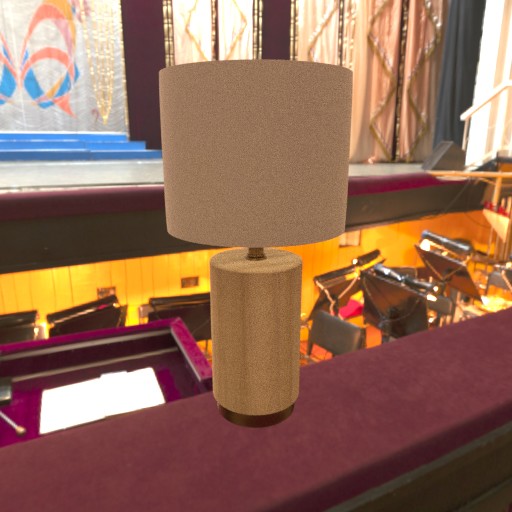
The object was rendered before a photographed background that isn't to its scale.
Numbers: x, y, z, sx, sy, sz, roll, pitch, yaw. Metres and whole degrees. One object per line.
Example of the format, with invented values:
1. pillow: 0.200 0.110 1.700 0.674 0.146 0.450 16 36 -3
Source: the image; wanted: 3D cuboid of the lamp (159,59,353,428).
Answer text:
1. lamp: 0.000 0.000 0.584 0.228 0.444 0.228 -7 17 -25
